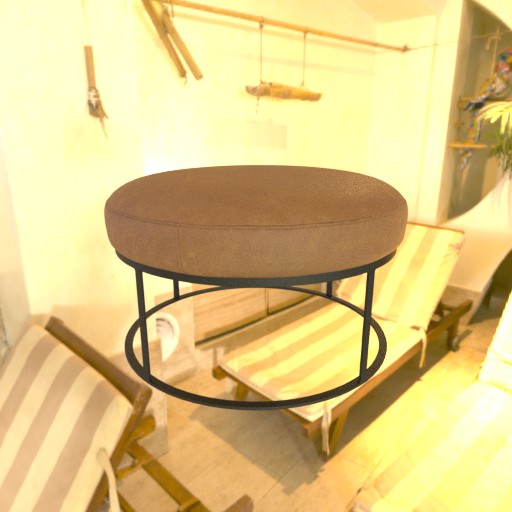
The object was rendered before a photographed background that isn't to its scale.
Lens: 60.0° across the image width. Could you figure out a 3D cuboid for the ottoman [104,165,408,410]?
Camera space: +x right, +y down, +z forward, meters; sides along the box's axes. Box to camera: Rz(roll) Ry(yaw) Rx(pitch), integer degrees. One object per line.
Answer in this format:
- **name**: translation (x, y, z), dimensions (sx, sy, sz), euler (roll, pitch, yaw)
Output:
- **ottoman**: translation (0.000, 0.000, 1.225), dimensions (0.771, 0.460, 0.771), euler (0, 17, 0)
